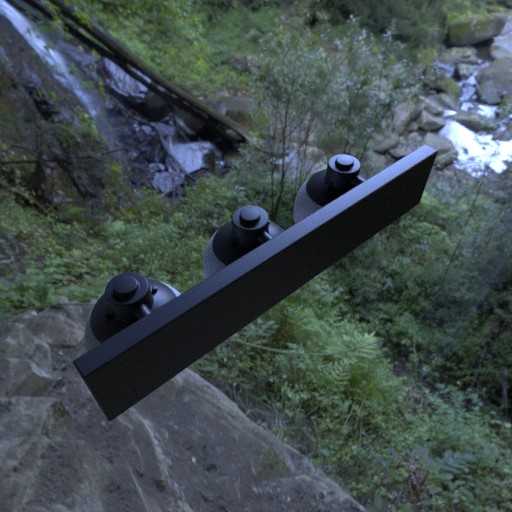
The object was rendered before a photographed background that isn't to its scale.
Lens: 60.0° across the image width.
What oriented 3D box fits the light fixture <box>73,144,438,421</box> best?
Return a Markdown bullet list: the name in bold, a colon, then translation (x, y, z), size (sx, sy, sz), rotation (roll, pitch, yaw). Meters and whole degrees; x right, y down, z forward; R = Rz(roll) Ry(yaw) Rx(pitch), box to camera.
- **light fixture**: translation (0.000, 0.000, 0.834), size (0.721, 0.263, 0.218), rotation (-32, 55, -26)
